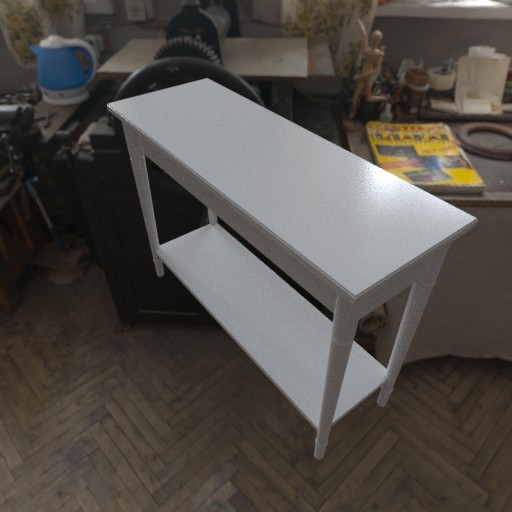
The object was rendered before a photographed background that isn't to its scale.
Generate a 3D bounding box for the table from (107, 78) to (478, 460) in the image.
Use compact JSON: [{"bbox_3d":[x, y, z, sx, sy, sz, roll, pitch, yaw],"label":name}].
[{"bbox_3d":[0.000,0.000,1.423,0.381,0.749,1.067,-27,48,-27],"label":"table"}]
